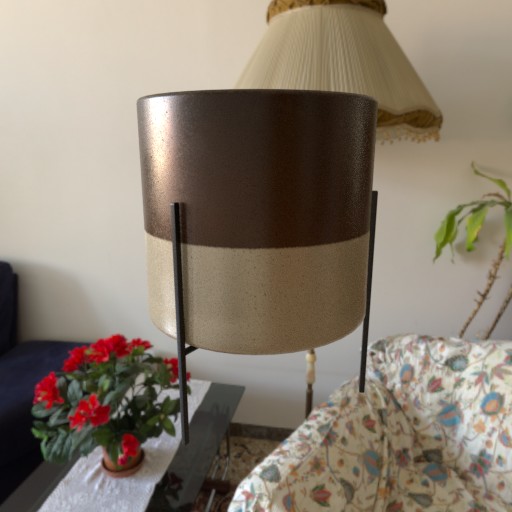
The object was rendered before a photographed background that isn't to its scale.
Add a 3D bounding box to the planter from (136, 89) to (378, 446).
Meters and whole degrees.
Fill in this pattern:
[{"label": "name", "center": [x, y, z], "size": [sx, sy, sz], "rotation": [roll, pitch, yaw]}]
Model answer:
[{"label": "planter", "center": [0.000, 0.000, 0.707], "size": [0.345, 0.465, 0.354], "rotation": [-7, 16, -25]}]
